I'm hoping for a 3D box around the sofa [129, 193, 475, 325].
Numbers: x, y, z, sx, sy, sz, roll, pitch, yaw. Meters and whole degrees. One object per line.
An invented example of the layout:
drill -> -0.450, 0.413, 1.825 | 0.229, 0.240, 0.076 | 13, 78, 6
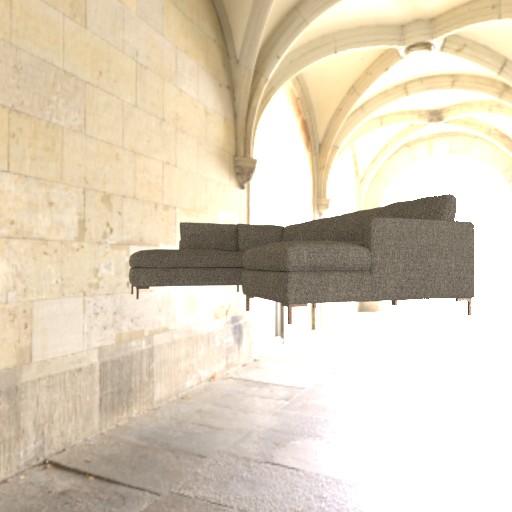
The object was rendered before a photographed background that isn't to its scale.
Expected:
sofa -> 0.000, 0.000, 3.619 | 1.879, 0.756, 2.737 | 0, -1, -19
